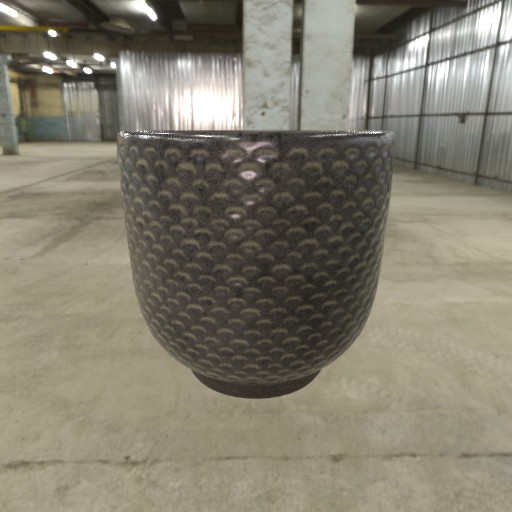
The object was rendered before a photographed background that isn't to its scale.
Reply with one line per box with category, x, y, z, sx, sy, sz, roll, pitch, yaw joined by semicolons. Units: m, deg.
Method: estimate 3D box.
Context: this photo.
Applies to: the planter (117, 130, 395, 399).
planter;0.000;0.000;0.350;0.197;0.191;0.197;0;16;0
